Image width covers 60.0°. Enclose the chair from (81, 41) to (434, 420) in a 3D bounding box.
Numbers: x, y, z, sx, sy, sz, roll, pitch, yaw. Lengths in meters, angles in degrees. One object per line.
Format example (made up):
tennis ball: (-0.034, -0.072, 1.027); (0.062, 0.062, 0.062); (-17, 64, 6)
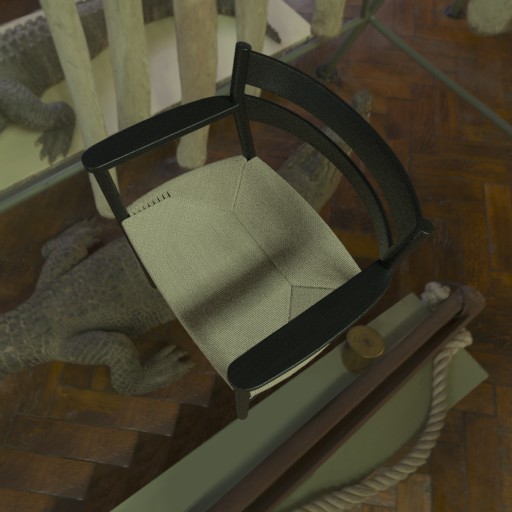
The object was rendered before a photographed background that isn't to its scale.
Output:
chair: (0.000, 0.000, 1.148); (0.508, 0.775, 0.630); (-33, 69, -14)
